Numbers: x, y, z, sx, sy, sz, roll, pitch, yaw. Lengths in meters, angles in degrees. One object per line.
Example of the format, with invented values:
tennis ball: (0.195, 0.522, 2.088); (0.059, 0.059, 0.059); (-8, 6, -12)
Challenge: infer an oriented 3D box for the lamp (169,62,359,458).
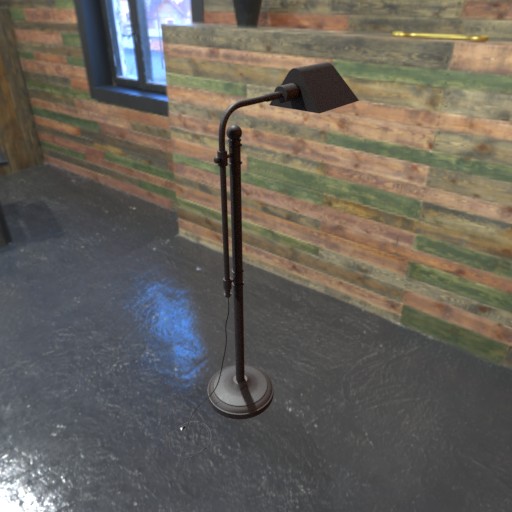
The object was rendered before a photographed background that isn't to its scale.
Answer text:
lamp: (0.000, 0.000, 0.929); (0.159, 0.708, 0.545); (22, 37, 33)
